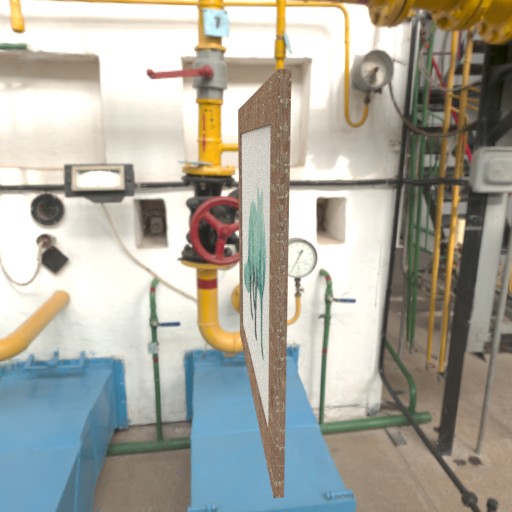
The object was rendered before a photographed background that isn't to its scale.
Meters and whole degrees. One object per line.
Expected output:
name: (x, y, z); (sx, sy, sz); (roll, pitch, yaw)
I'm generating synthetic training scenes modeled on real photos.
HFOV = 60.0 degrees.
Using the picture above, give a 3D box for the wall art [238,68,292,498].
wall art: (0.000, 0.000, 0.564); (0.012, 0.384, 0.384); (-2, 14, -7)
